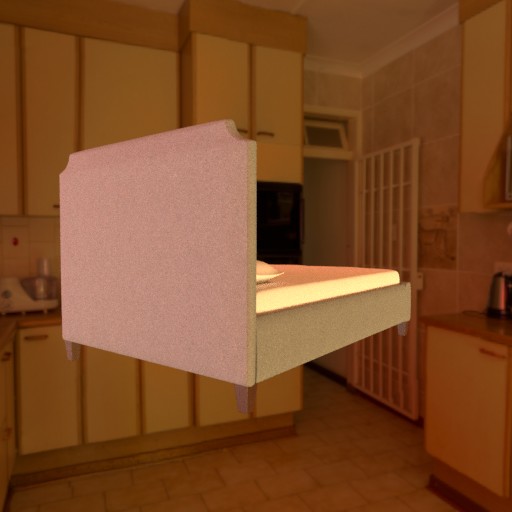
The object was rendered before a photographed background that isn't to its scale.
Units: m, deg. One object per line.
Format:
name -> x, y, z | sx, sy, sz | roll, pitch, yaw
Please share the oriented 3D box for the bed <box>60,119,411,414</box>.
bed -> 0.000, 0.000, 3.516 | 1.712, 1.443, 2.372 | 2, 2, 38
